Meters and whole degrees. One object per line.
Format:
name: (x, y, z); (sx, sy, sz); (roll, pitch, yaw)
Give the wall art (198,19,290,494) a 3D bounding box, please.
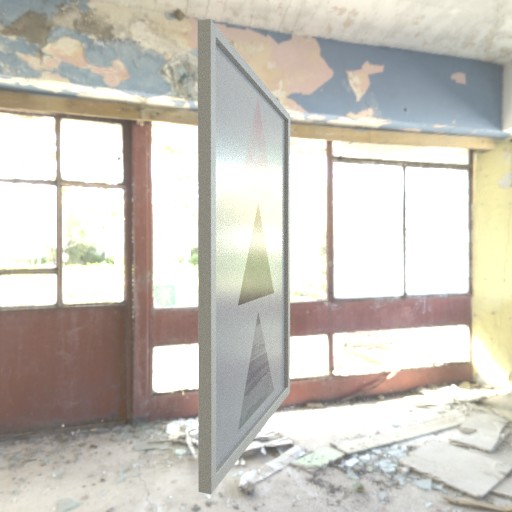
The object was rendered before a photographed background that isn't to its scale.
wall art: (0.000, 0.000, 0.549); (0.013, 0.433, 0.303); (0, 1, 18)
